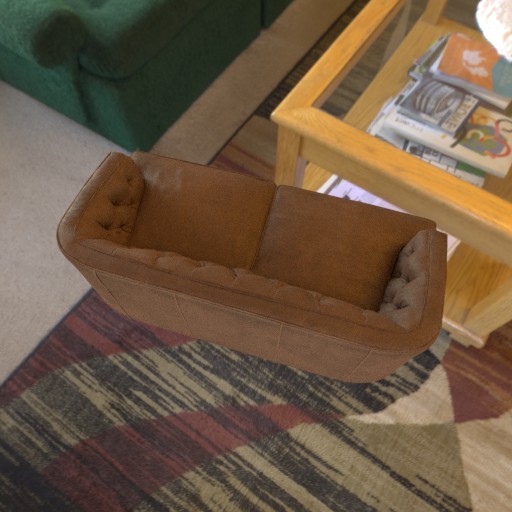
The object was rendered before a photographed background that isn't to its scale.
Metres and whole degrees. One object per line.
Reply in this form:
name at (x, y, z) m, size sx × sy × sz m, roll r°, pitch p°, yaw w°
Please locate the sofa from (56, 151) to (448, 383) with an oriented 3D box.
sofa at (0.000, 0.000, 2.326) m, size 1.767 × 0.799 × 0.917 m, roll 15°, pitch 65°, yaw 7°
